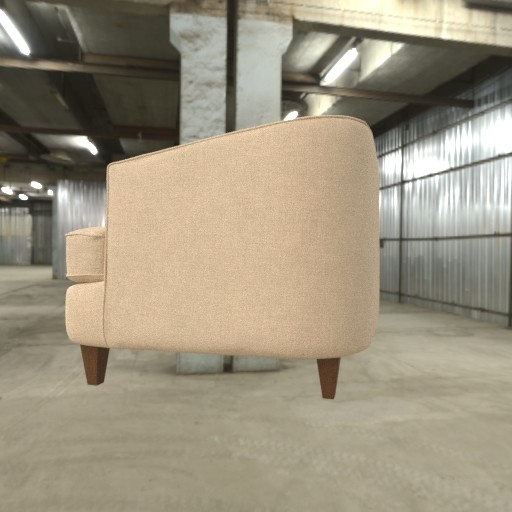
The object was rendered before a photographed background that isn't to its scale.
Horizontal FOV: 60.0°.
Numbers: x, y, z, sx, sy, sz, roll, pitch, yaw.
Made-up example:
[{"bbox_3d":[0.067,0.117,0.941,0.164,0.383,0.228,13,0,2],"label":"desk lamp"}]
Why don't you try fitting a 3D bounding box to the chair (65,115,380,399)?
[{"bbox_3d":[0.000,0.000,1.723,0.914,0.787,1.118,0,0,17],"label":"chair"}]
